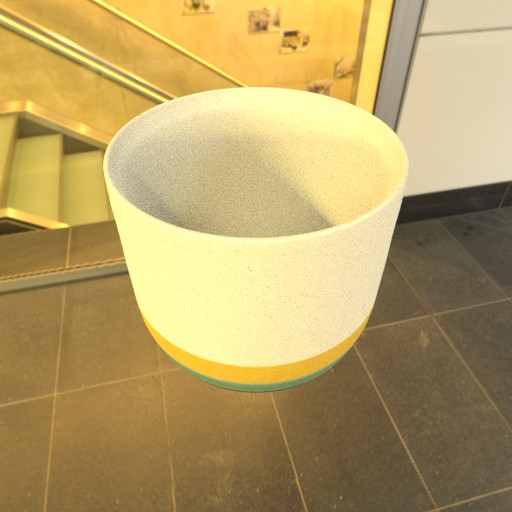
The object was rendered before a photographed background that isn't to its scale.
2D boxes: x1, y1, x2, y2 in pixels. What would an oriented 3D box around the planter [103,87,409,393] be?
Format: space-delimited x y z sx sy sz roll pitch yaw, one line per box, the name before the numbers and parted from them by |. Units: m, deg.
planter | 0.000 0.000 0.487 0.268 0.270 0.268 0 42 0
